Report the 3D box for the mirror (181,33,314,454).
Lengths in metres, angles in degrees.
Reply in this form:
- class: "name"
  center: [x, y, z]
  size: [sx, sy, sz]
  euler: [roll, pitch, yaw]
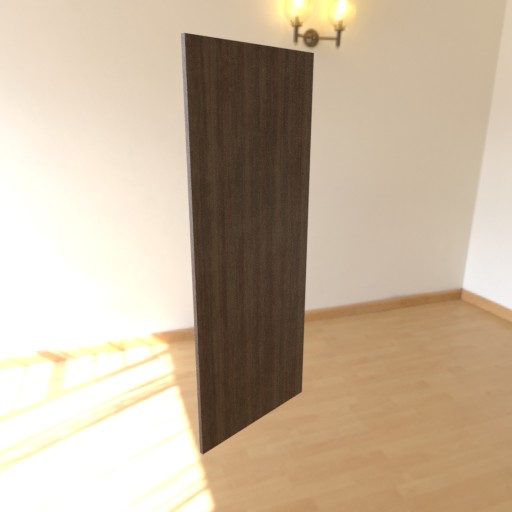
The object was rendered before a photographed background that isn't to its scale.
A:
- class: "mirror"
  center: [0.000, 0.000, 2.335]
  size: [0.812, 2.032, 0.025]
  euler: [-16, 23, -42]
